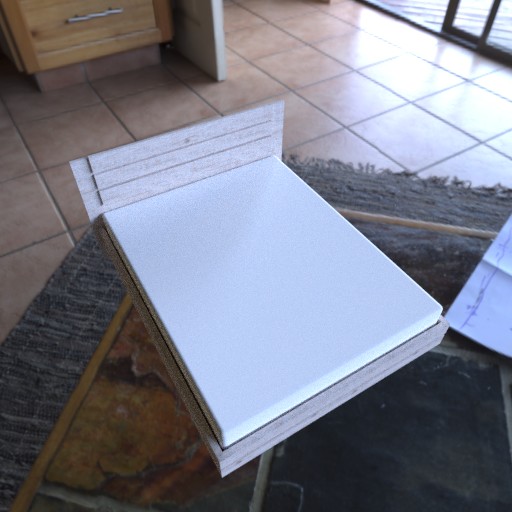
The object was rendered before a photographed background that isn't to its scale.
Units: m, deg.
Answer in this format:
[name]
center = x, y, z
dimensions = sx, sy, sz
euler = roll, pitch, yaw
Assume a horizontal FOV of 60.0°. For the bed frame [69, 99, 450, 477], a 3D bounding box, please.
[bed frame]
center = 0.000, 0.000, 3.067
dimensions = 1.750, 0.970, 2.080
euler = -23, 50, -21
